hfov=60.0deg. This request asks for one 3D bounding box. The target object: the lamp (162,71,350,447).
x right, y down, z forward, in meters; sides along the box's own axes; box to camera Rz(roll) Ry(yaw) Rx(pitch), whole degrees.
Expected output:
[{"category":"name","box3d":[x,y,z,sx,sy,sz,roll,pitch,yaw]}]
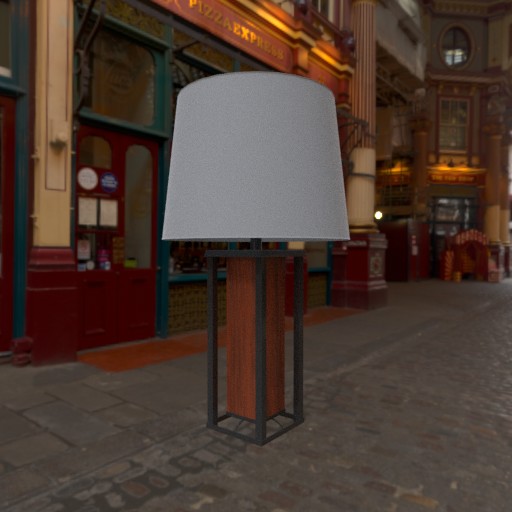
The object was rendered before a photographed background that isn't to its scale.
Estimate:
[{"category":"lamp","box3d":[0.000,0.000,0.771,0.320,0.591,0.320,0,1,0]}]
